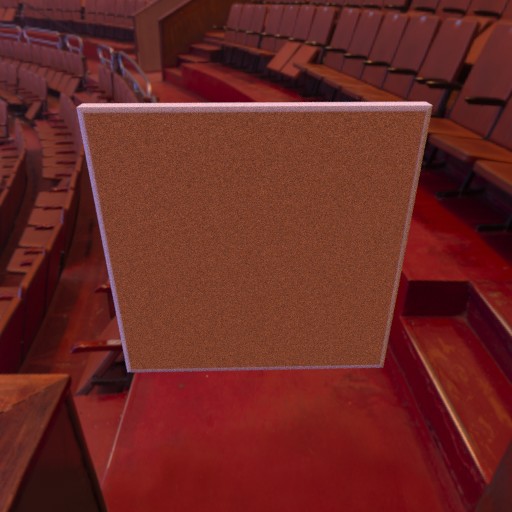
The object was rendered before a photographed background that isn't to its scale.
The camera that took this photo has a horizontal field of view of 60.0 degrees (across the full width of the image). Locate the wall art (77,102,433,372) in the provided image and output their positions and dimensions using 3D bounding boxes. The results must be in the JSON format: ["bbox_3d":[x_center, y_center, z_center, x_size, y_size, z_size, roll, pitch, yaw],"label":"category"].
[{"bbox_3d":[0.000,0.000,1.161,0.768,0.765,0.041,-1,30,-1],"label":"wall art"}]
